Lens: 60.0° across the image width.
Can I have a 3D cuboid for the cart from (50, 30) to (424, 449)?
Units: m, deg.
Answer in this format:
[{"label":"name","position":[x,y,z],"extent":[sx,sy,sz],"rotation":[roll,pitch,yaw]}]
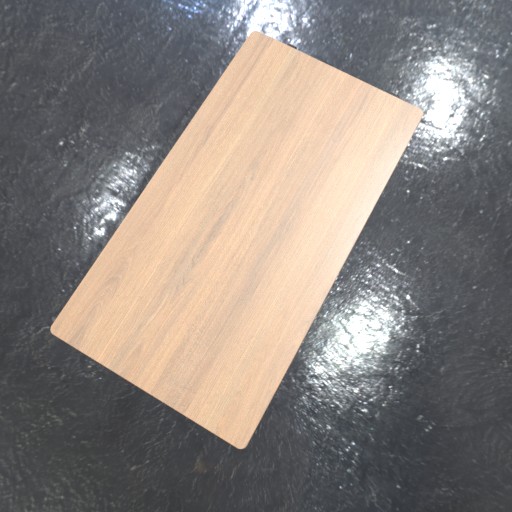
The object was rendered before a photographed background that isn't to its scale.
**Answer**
[{"label":"cart","position":[0.000,0.000,1.412],"extent":[0.457,0.927,0.899],"rotation":[29,77,7]}]
